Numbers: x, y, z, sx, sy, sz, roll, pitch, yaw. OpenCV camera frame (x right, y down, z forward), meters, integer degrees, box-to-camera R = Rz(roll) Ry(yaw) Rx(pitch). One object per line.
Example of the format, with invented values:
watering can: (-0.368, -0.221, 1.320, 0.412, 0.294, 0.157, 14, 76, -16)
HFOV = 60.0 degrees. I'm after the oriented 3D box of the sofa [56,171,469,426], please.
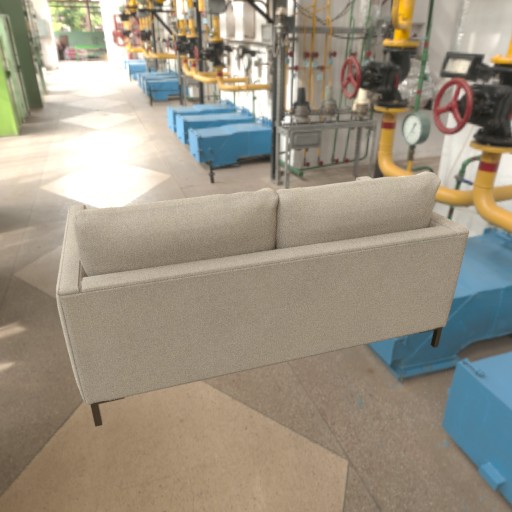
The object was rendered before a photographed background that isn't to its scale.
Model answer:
sofa: (0.000, 0.000, 2.124, 1.682, 0.840, 0.875, -8, 28, -16)
